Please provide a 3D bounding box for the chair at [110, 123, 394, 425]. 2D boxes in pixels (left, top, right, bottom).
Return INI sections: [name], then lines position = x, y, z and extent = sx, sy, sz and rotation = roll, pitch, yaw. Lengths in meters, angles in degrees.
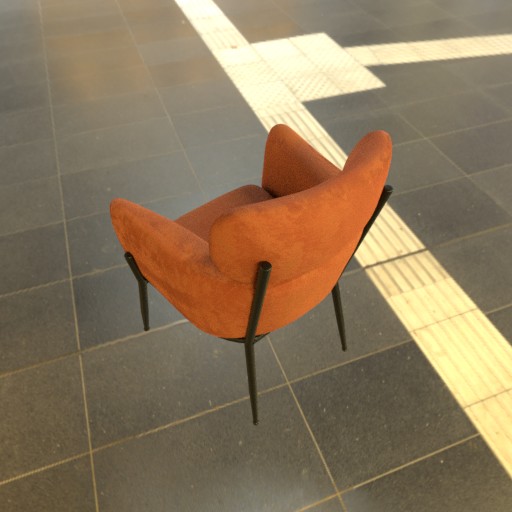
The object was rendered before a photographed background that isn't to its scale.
[chair]
position = 0.000, 0.000, 1.158
extent = 0.561, 0.772, 0.523
rotation = -32, 55, -26
